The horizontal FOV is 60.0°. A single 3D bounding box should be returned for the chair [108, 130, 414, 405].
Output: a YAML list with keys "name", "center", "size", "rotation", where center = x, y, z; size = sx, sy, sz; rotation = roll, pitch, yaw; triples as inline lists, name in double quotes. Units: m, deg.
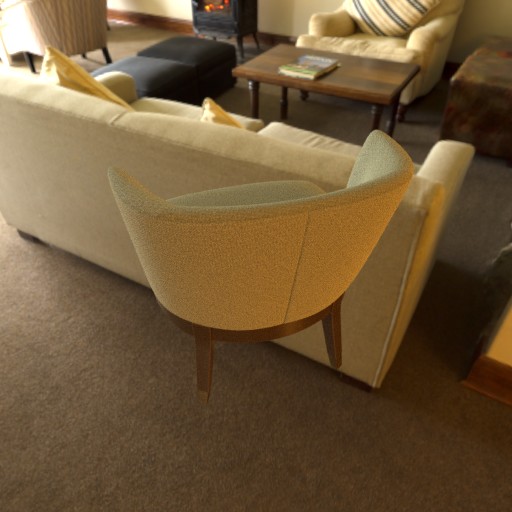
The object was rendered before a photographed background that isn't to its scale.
- name: "chair"
  center: [0.000, 0.000, 1.286]
  size: [0.700, 0.760, 0.660]
  rotation: [-11, 41, -13]
